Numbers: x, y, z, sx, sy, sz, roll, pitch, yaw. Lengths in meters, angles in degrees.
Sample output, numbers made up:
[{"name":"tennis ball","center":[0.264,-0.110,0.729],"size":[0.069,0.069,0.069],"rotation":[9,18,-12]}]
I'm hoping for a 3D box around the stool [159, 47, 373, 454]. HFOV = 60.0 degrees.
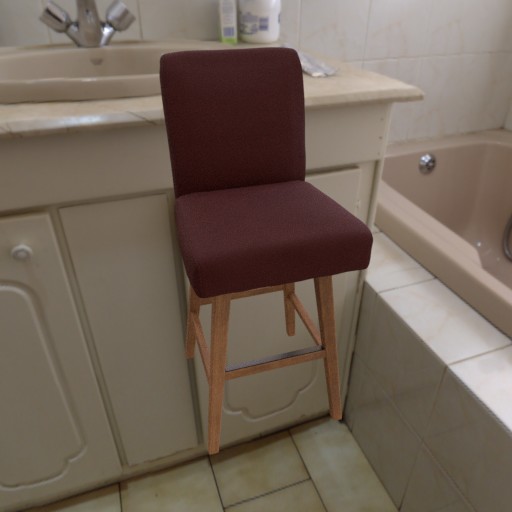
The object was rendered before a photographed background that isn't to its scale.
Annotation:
[{"name":"stool","center":[0.000,0.000,1.352],"size":[0.468,1.093,0.562],"rotation":[-9,34,-14]}]
